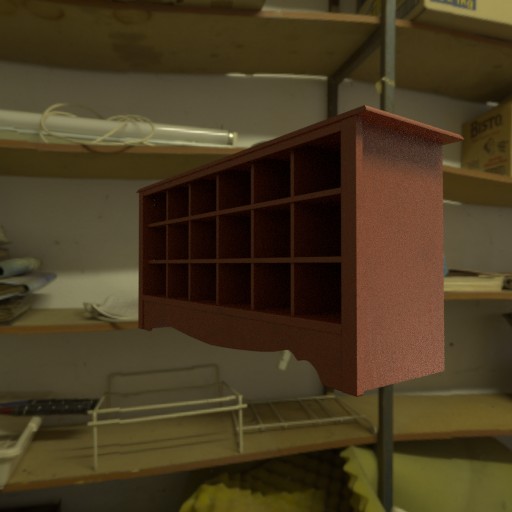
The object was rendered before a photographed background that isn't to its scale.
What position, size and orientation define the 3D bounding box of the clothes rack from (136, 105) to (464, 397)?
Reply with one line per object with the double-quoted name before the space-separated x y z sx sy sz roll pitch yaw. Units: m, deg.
"clothes rack" 0.000 0.000 1.489 0.362 0.594 1.251 1 -1 -36
